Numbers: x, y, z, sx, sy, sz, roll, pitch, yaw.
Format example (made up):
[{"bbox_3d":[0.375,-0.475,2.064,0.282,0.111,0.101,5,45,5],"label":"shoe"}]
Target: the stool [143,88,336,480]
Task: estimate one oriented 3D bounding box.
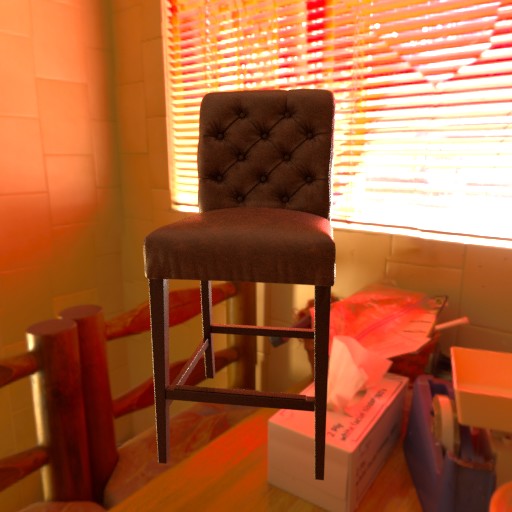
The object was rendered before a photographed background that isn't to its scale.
[{"bbox_3d":[0.000,0.000,1.411,0.486,1.084,0.660,2,12,9],"label":"stool"}]
